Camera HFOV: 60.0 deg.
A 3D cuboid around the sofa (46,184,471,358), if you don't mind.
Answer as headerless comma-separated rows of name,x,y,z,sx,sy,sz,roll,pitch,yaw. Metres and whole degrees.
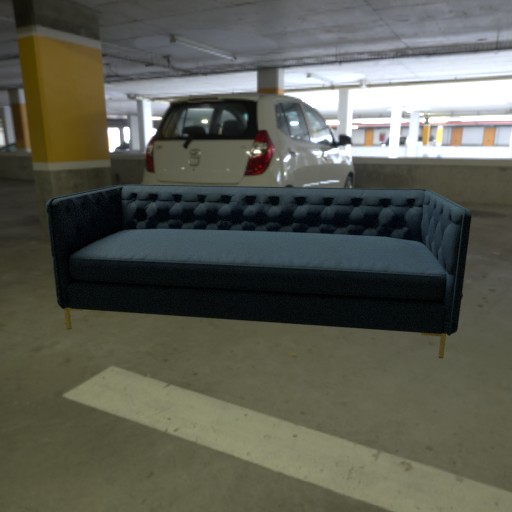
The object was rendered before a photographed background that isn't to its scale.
sofa,0.000,0.000,2.707,2.209,0.771,0.895,3,15,10
